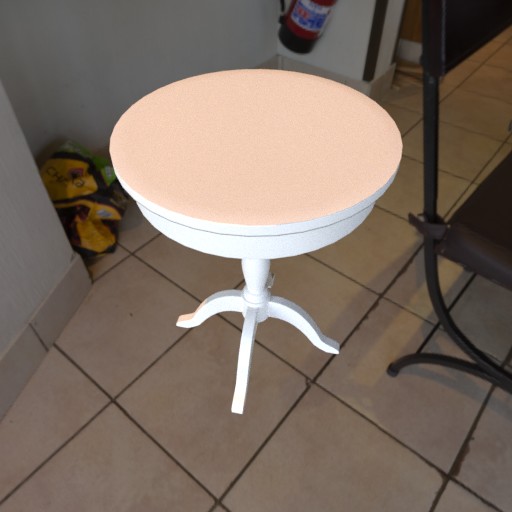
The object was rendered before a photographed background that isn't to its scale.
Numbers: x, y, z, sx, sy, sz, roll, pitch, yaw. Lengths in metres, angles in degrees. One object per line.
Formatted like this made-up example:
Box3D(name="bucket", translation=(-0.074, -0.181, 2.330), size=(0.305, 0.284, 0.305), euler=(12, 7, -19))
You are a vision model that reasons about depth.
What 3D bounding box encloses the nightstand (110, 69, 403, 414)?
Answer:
Box3D(name="nightstand", translation=(0.000, 0.000, 1.029), size=(0.513, 0.653, 0.513), euler=(15, 48, 14))
